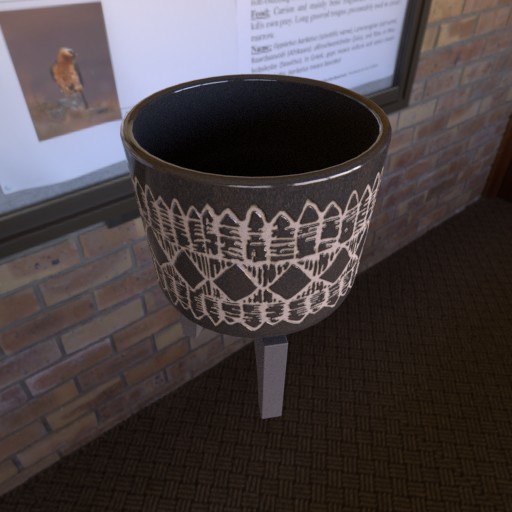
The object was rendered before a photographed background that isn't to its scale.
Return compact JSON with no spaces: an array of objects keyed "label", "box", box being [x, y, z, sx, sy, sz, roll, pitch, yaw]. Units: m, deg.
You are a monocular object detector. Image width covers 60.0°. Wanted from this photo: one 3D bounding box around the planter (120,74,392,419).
[{"label":"planter","box":[0.000,0.000,0.271,0.129,0.177,0.129,0,40,0]}]
